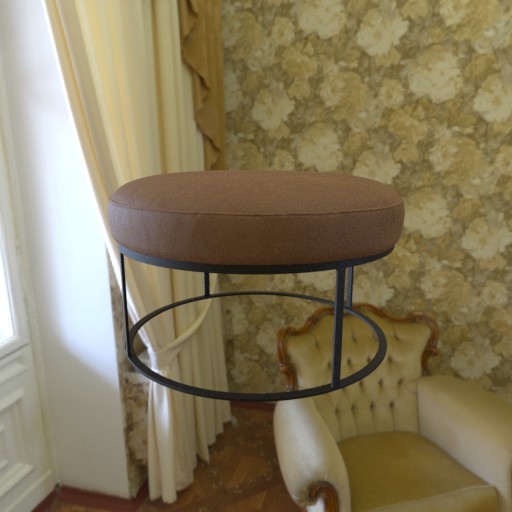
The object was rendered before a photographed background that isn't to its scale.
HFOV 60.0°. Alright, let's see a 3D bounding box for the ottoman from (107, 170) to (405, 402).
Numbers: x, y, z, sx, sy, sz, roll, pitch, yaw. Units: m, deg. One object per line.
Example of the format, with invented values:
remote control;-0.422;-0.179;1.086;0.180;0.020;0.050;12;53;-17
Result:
ottoman;0.000;0.000;1.241;0.771;0.460;0.771;0;13;0
